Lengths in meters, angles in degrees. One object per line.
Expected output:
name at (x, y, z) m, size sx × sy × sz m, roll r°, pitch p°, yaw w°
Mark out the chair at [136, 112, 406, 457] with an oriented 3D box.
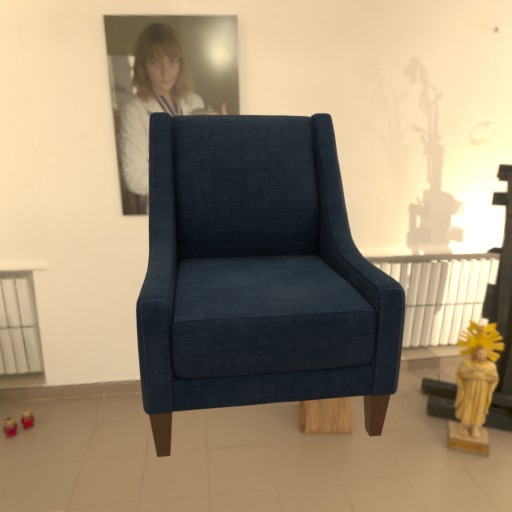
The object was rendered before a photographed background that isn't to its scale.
chair at (0.000, 0.000, 1.592) m, size 0.774 × 1.014 × 0.870 m, roll -2°, pitch 15°, yaw -8°
